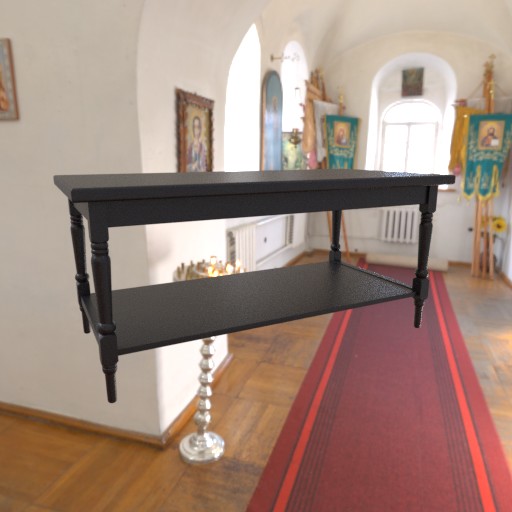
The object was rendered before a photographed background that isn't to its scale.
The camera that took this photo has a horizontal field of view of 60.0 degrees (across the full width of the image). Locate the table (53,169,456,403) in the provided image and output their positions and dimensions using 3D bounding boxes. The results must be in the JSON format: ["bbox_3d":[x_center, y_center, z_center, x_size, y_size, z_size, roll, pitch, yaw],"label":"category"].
[{"bbox_3d":[0.000,0.000,1.418,1.107,0.510,0.550,-7,15,-26],"label":"table"}]
